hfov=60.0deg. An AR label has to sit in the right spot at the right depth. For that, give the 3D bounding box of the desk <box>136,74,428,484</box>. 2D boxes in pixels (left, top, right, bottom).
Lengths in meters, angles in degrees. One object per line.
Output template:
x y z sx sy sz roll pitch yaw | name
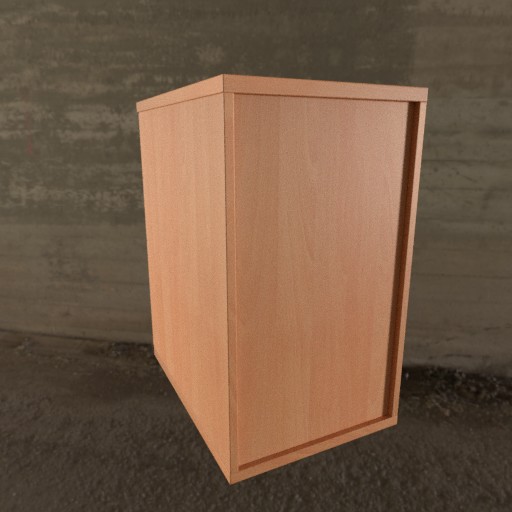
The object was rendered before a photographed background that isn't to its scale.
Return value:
0.000 0.000 1.074 0.404 0.730 0.600 -7 17 -25 | desk
